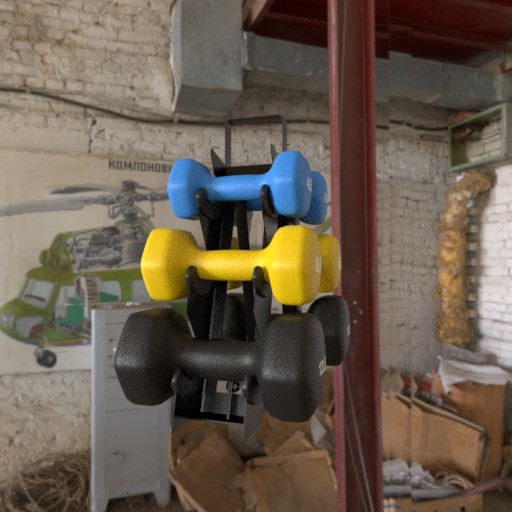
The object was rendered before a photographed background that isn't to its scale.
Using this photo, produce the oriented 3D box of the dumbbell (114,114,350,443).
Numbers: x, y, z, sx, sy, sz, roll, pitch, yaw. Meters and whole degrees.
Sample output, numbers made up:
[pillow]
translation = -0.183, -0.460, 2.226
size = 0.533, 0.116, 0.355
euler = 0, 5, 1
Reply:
[dumbbell]
translation = 0.000, 0.000, 0.690
size = 0.255, 0.426, 0.409
euler = 0, 0, 18
